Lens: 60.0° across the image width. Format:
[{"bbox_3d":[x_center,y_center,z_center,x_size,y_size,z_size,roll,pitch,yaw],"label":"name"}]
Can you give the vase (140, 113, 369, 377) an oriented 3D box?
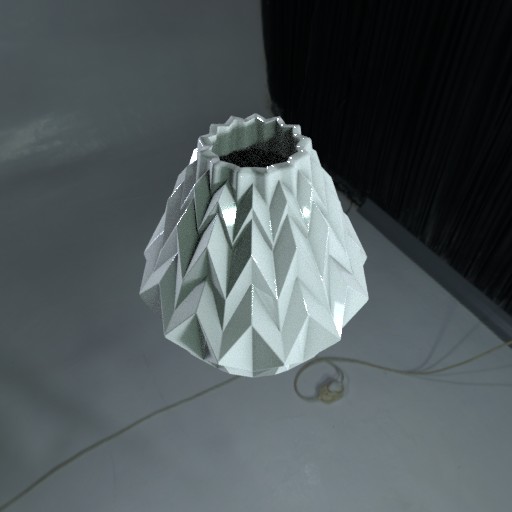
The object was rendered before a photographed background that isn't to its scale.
[{"bbox_3d":[0.000,0.000,0.313,0.164,0.185,0.164,0,46,0],"label":"vase"}]
